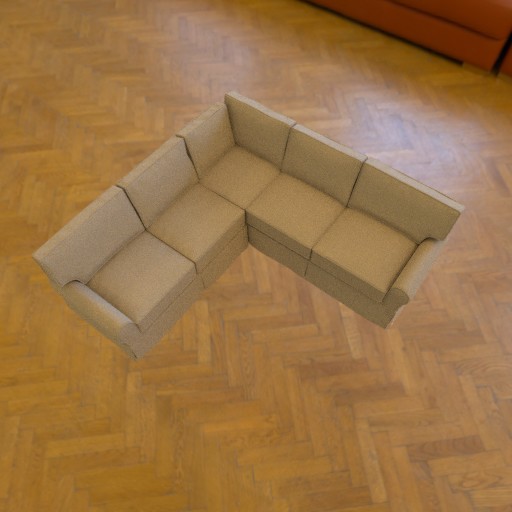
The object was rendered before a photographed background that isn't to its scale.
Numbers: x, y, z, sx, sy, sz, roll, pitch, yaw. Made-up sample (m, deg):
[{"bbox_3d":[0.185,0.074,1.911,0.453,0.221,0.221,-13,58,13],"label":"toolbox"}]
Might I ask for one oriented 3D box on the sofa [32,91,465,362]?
[{"bbox_3d":[0.000,0.000,4.137,2.733,1.124,2.730,32,63,19],"label":"sofa"}]
